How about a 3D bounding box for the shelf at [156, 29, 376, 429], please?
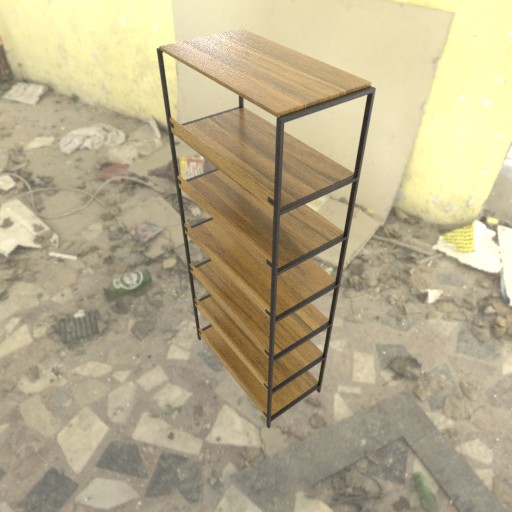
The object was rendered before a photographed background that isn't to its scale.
[{"bbox_3d":[0.000,0.000,2.389,0.431,2.015,0.847,-26,48,-26],"label":"shelf"}]
